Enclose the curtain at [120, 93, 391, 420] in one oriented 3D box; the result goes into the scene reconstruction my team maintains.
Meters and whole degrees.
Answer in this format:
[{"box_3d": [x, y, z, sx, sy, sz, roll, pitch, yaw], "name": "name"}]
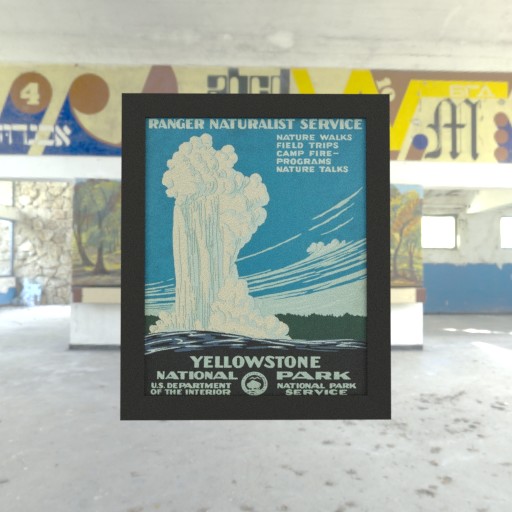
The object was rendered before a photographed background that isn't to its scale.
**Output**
[{"box_3d": [0.000, 0.000, 0.807, 0.483, 0.585, 0.027, 0, -1, -1], "name": "curtain"}]
